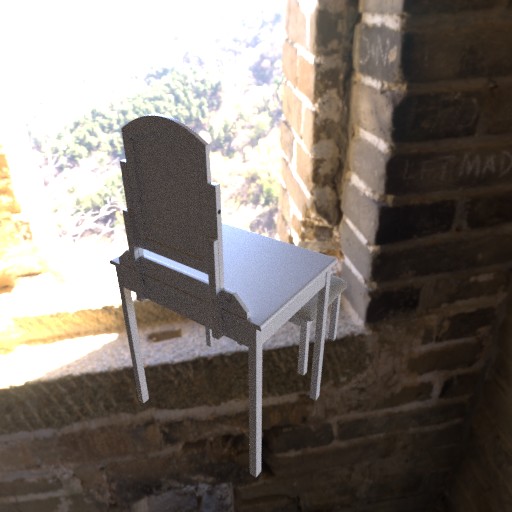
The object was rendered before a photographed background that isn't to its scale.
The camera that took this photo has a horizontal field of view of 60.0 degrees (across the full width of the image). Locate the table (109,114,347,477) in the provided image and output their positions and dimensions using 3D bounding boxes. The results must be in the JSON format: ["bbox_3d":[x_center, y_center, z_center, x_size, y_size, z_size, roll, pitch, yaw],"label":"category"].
[{"bbox_3d":[0.000,0.000,2.334,0.876,1.631,1.211,19,34,30],"label":"table"}]
